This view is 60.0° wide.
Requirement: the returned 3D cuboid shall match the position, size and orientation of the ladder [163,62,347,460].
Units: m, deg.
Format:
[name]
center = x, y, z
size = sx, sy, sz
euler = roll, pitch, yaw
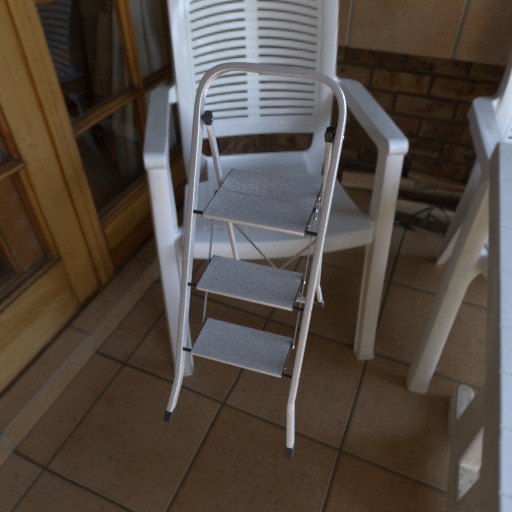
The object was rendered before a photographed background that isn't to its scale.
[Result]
[ladder]
center = 0.000, 0.000, 1.394
size = 0.465, 1.070, 0.704
euler = 12, 43, 13
